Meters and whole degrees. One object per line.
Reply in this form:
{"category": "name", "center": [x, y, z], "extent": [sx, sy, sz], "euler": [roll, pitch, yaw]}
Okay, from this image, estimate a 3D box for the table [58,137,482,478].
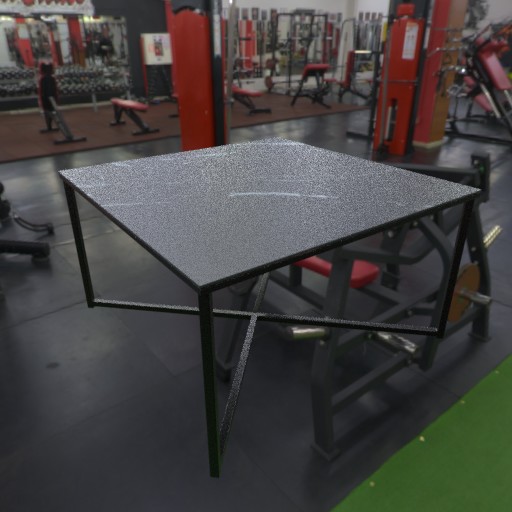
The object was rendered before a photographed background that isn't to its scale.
{"category": "table", "center": [0.000, 0.000, 1.272], "extent": [0.800, 0.450, 0.800], "euler": [-18, 31, -32]}
